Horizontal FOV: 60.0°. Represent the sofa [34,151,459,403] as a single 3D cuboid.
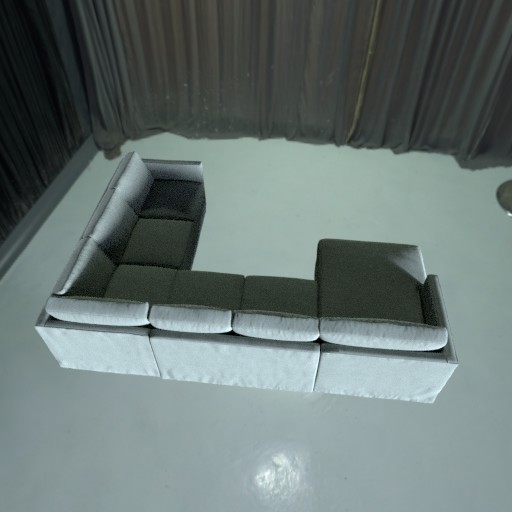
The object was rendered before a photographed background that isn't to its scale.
[{"bbox_3d":[0.000,0.000,4.514,3.434,0.869,2.440,4,47,4],"label":"sofa"}]
